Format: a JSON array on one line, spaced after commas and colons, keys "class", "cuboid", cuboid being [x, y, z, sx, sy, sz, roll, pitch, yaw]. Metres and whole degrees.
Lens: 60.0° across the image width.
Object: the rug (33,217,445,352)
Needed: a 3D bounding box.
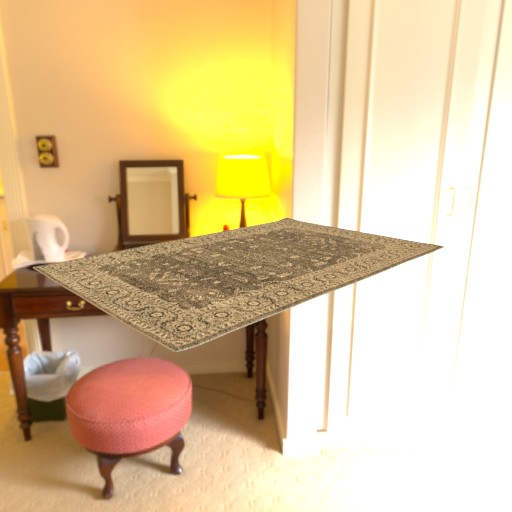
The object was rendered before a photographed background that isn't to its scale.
[{"class": "rug", "cuboid": [0.000, 0.000, 2.317, 1.828, 0.019, 1.209, -14, 21, -42]}]
